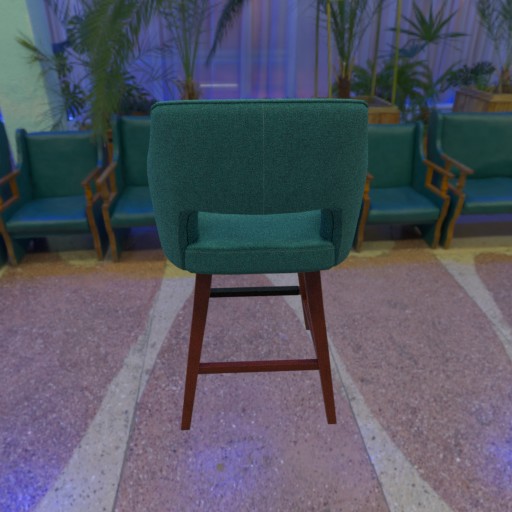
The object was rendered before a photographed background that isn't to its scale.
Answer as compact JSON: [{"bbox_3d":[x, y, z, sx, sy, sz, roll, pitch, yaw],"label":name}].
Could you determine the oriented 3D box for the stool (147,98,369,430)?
[{"bbox_3d":[0.000,0.000,1.286,0.548,0.961,0.556,-1,29,-2],"label":"stool"}]
